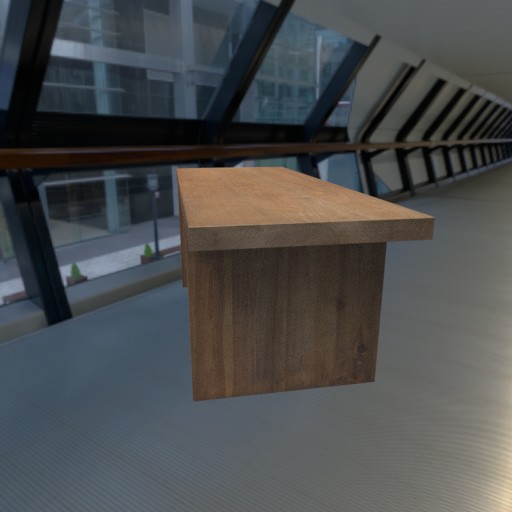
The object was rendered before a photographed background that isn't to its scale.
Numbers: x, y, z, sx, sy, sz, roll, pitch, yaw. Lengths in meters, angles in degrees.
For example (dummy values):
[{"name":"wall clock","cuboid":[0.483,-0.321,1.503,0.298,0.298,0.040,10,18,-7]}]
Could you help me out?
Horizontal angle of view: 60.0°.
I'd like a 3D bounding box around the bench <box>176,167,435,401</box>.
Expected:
[{"name":"bench","cuboid":[0.000,0.000,1.410,0.458,0.458,1.183,-3,16,-10]}]
